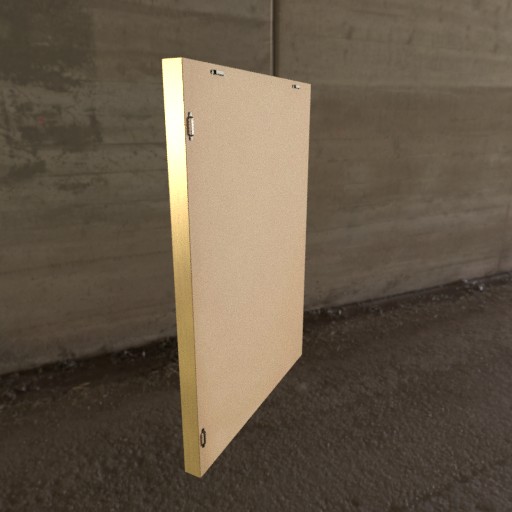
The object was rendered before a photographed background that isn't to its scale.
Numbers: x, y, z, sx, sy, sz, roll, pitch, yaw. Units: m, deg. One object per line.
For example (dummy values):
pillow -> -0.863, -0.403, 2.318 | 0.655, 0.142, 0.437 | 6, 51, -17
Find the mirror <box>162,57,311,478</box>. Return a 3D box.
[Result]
mirror -> 0.000, 0.000, 0.933 | 0.040, 0.710, 0.507 | 8, 19, 26
